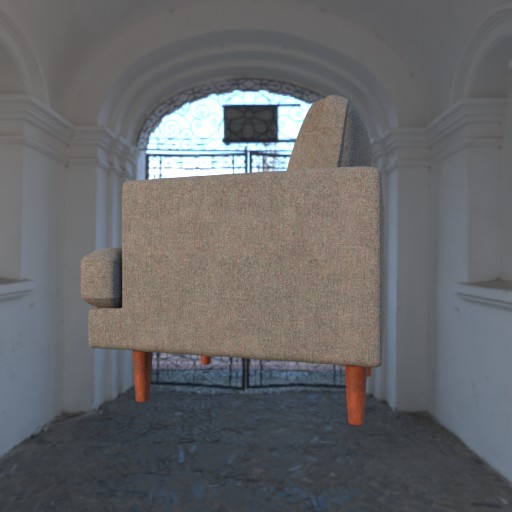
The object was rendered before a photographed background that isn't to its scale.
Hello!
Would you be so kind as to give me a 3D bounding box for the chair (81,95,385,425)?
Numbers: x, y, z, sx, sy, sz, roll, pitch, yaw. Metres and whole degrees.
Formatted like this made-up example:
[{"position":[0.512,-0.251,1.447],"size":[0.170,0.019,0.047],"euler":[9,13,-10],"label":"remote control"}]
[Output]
[{"position":[0.000,0.000,1.626],"size":[0.899,0.957,0.858],"euler":[0,0,17],"label":"chair"}]
